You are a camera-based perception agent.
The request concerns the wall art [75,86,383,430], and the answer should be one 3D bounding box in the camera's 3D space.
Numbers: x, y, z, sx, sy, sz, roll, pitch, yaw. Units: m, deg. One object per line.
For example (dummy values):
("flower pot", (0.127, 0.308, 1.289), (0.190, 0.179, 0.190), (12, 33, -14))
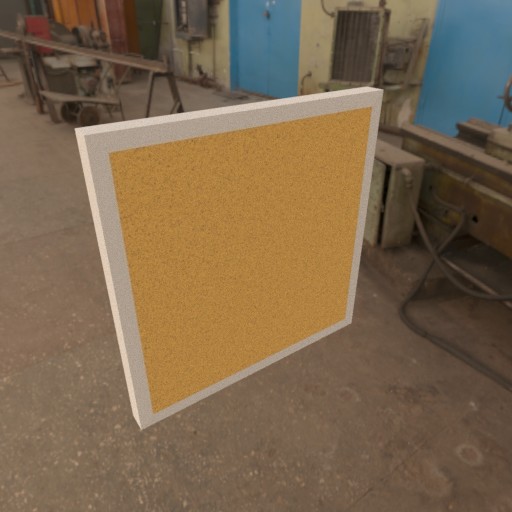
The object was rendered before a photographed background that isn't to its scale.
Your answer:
("wall art", (0.000, 0.000, 1.969), (1.289, 1.291, 0.098), (-19, 35, -30))
